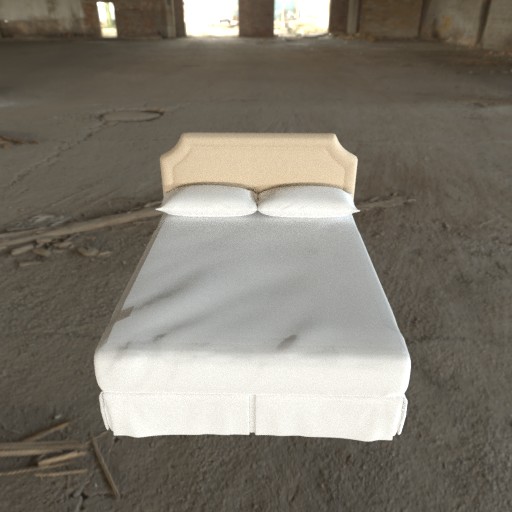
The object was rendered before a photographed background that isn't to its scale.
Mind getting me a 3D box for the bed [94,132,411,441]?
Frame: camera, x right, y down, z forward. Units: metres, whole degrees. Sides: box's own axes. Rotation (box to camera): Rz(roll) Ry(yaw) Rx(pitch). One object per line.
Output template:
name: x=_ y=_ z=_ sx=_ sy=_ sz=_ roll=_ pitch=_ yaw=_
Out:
bed: x=0.000 y=0.000 z=3.820 sx=2.134 sy=1.524 sz=2.548 roll=1 pitch=29 yaw=1
